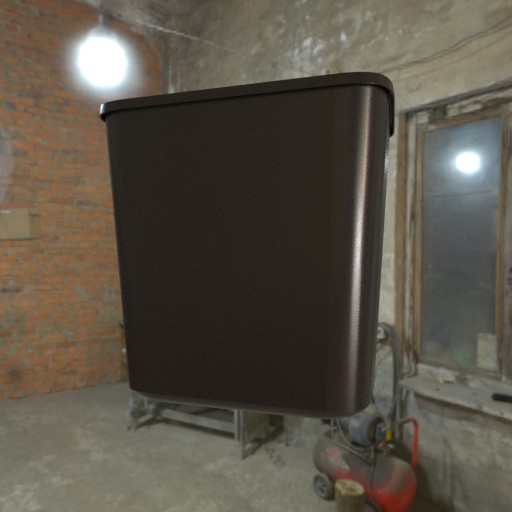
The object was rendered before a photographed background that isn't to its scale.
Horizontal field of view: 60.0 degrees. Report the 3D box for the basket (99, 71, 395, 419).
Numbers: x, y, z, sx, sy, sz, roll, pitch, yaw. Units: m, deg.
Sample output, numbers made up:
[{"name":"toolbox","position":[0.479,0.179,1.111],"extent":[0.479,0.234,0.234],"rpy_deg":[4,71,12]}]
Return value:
[{"name":"basket","position":[0.000,0.000,0.502],"extent":[0.300,0.307,0.211],"rpy_deg":[0,0,17]}]
